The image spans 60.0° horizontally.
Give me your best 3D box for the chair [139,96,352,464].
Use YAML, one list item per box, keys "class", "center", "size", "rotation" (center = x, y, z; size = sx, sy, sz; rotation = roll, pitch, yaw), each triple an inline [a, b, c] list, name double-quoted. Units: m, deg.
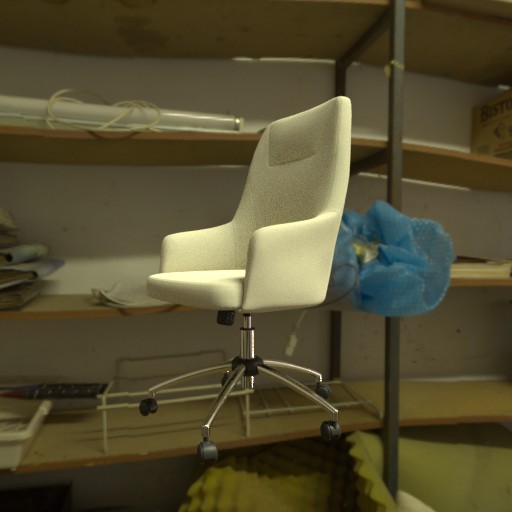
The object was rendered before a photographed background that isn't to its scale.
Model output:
- class: "chair"
  center: [0.000, 0.000, 1.462]
  size: [0.640, 1.049, 0.620]
  rotation: [0, 1, -35]
